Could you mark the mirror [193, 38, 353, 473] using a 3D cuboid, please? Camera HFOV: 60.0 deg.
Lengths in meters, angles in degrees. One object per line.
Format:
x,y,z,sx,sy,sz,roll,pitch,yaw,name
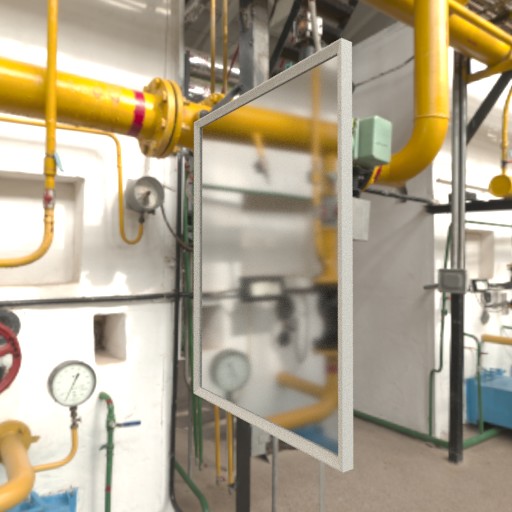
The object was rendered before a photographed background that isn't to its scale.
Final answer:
0.000,0.000,1.359,0.041,1.016,0.762,1,-1,-35,mirror
